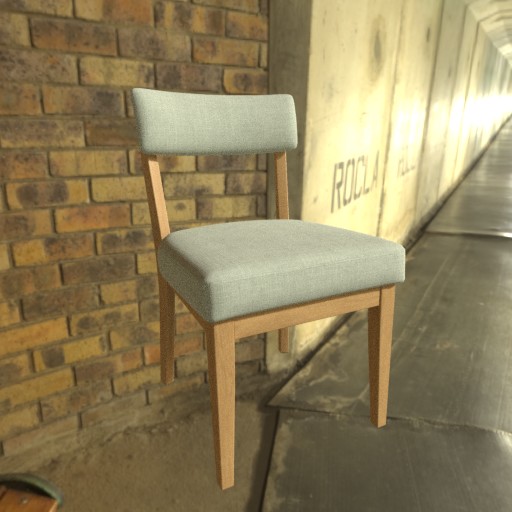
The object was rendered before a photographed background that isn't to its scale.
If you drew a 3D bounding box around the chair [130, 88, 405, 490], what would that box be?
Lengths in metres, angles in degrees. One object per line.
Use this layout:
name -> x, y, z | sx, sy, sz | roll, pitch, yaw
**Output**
chair -> 0.000, 0.000, 1.148 | 0.508, 0.832, 0.572 | -8, 18, -27
